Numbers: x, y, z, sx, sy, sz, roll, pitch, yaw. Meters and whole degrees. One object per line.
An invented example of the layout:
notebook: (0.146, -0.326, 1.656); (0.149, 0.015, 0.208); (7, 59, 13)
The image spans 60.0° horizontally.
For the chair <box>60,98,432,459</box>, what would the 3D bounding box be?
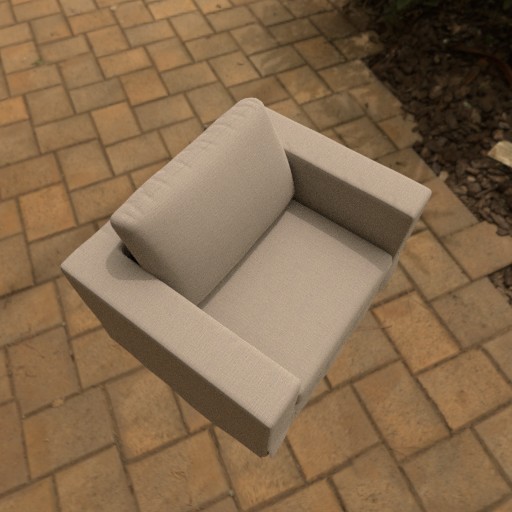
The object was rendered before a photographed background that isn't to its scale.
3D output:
chair: (0.000, 0.000, 1.831); (0.957, 0.878, 1.150); (32, 64, 18)
